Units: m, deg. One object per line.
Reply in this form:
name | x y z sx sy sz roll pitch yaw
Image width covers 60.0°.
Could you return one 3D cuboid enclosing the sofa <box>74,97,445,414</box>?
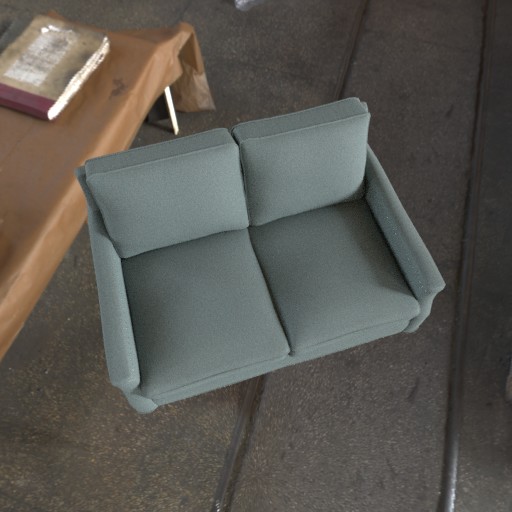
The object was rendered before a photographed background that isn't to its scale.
sofa | 0.000 0.000 2.293 1.597 1.003 1.084 -15 65 -7
